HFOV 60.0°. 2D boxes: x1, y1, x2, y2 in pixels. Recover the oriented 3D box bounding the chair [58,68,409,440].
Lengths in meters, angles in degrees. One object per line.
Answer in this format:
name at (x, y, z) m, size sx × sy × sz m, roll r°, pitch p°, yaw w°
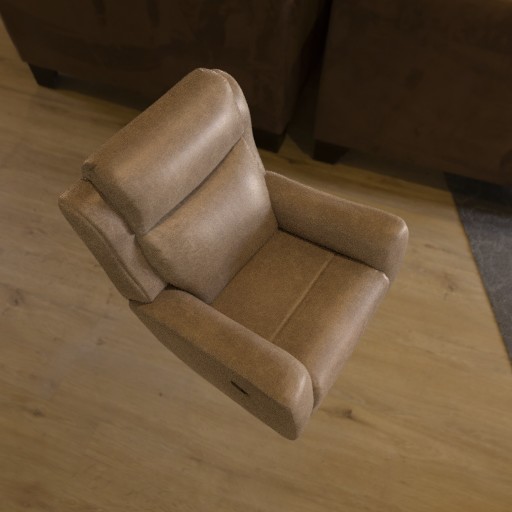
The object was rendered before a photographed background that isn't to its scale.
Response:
chair at (0.000, 0.000, 1.883) m, size 1.068 × 1.116 × 0.965 m, roll 31°, pitch 63°, yaw 18°
